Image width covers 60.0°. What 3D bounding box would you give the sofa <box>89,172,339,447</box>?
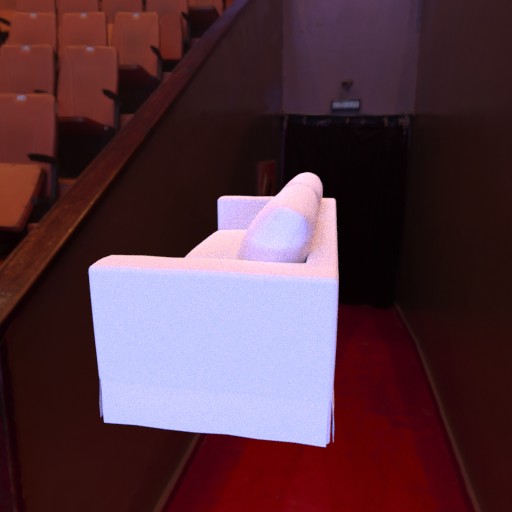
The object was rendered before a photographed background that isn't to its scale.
[{"bbox_3d":[0.000,0.000,2.654,0.954,0.881,2.163,2,15,9],"label":"sofa"}]
